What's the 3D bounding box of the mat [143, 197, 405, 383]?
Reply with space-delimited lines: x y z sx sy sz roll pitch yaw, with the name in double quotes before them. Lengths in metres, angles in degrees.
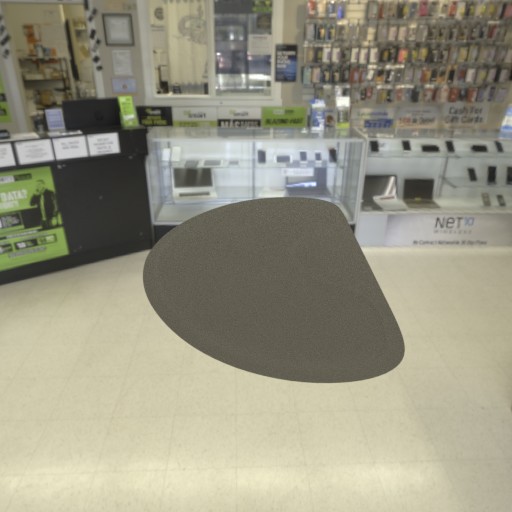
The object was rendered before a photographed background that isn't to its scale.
"mat" 0.000 0.000 1.861 0.913 0.013 1.524 0 26 0
